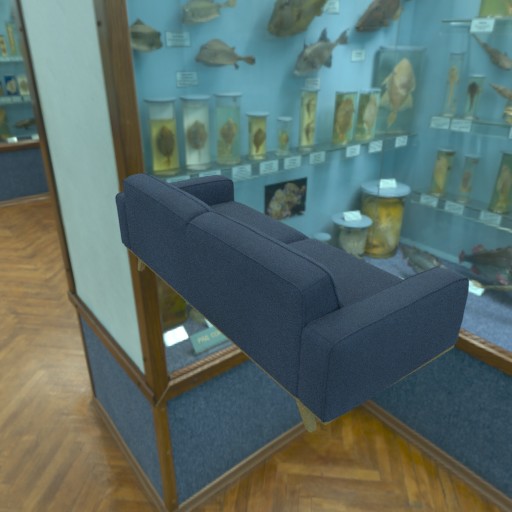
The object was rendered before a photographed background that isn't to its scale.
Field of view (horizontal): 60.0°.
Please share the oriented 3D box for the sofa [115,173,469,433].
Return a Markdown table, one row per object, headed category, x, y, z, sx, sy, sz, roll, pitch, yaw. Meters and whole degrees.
| category | x | y | z | sx | sy | sz | roll | pitch | yaw |
| --- | --- | --- | --- | --- | --- | --- | --- | --- | --- |
| sofa | 0.000 | 0.000 | 2.763 | 0.953 | 0.782 | 2.270 | -18 | 31 | -32 |
